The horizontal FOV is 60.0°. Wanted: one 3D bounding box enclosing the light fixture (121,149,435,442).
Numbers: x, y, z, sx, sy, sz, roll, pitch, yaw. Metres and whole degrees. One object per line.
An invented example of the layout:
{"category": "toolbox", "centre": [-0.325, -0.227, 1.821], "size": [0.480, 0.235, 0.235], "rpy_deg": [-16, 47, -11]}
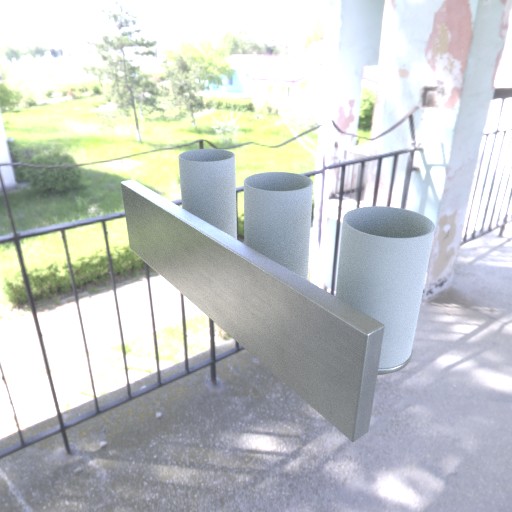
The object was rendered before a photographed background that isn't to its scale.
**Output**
{"category": "light fixture", "centre": [0.000, 0.000, 0.527], "size": [0.145, 0.172, 0.451], "rpy_deg": [-18, 31, -32]}
